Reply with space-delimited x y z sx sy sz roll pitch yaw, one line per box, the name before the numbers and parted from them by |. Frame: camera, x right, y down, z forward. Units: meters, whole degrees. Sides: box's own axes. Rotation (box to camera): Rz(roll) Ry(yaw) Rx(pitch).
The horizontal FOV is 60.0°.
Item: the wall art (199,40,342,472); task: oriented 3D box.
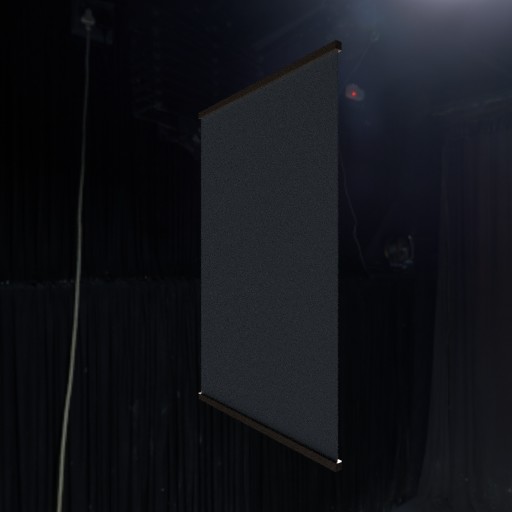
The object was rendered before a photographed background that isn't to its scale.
wall art | 0.000 0.000 1.966 0.030 1.519 0.990 0 0 -36
